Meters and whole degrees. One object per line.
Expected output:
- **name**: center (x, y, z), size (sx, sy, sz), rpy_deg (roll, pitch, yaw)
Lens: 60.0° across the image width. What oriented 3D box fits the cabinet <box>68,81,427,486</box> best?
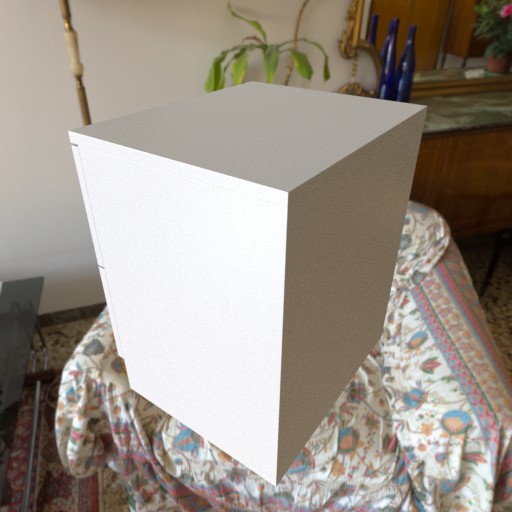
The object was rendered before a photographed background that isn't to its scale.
- **cabinet**: center (0.000, 0.000, 0.755), size (0.360, 0.470, 0.400), rpy_deg (21, 38, 30)
